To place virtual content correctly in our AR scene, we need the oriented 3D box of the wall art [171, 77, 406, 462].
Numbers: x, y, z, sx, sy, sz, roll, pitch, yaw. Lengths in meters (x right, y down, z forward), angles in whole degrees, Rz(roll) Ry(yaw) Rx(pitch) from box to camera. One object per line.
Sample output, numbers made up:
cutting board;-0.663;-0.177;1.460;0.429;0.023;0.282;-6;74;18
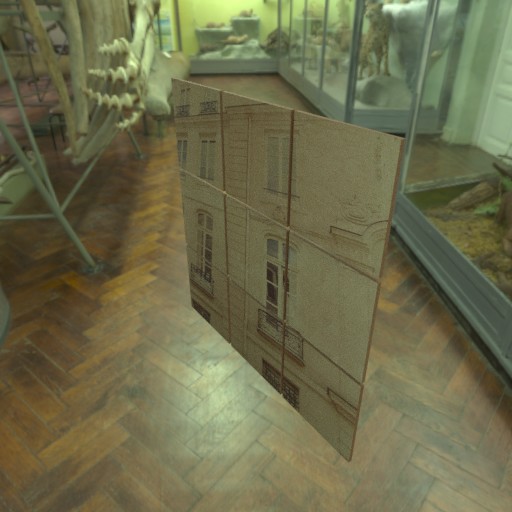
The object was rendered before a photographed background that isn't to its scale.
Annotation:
wall art;0.000;0.000;1.799;0.024;1.218;1.221;-20;35;-31
